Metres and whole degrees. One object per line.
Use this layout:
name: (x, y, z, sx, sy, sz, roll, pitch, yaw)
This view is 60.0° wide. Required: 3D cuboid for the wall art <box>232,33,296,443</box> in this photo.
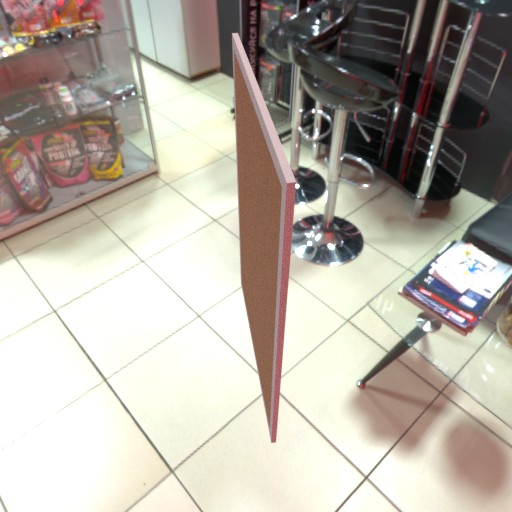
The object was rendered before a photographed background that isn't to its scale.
wall art: (0.000, 0.000, 1.247, 0.015, 0.965, 0.660, -7, 45, -7)
